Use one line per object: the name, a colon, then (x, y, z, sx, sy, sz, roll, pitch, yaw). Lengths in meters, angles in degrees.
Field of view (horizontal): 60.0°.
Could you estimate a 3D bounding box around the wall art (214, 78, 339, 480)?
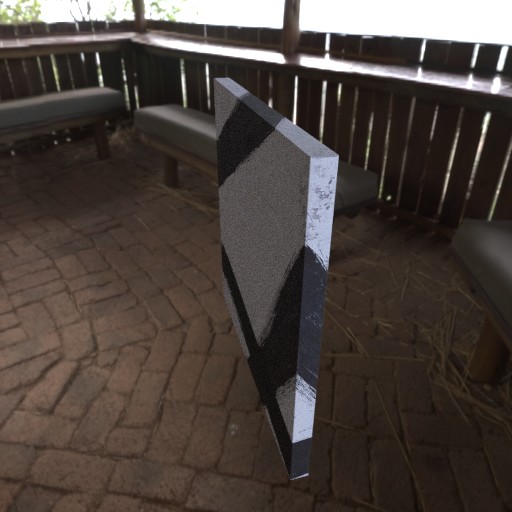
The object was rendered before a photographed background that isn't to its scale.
wall art: (0.000, 0.000, 1.158, 0.046, 0.765, 0.765, -8, 31, -13)
